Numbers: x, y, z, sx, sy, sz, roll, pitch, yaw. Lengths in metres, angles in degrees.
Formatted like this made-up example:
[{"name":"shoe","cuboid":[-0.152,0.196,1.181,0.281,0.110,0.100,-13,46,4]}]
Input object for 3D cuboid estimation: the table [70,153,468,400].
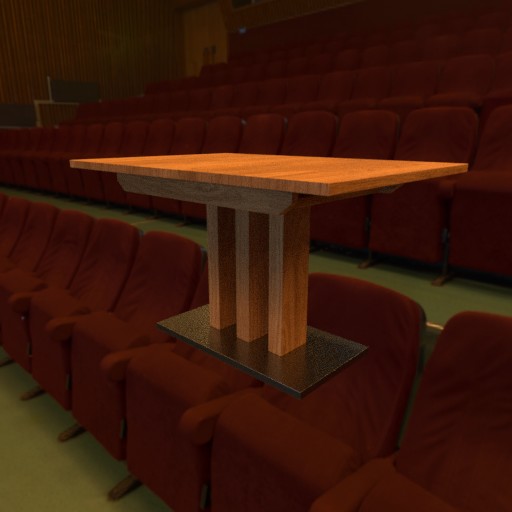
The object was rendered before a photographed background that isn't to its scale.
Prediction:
[{"name":"table","cuboid":[0.000,0.000,1.848,1.300,0.770,0.900,14,21,41]}]
